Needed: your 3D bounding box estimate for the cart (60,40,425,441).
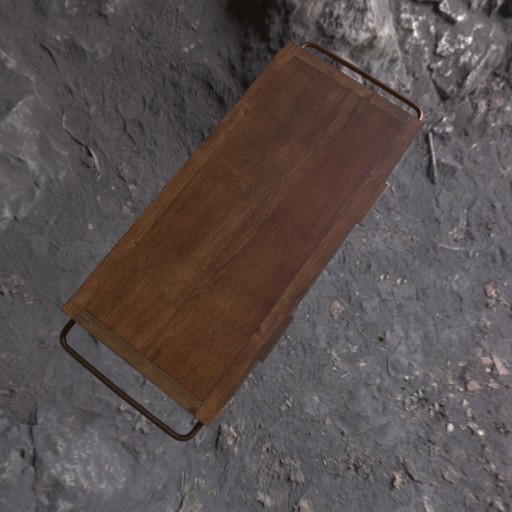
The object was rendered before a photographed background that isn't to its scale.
[{"bbox_3d":[0.000,0.000,1.480,0.445,0.830,1.065,35,78,9],"label":"cart"}]
